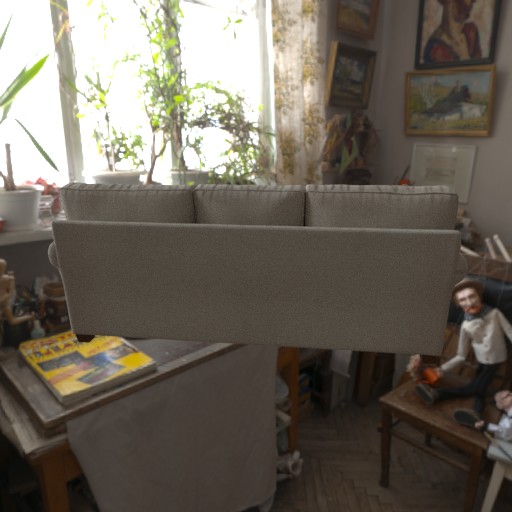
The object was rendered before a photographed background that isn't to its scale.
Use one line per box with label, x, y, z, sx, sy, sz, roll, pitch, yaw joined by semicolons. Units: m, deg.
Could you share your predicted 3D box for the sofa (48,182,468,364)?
sofa;0.000;0.000;2.812;2.312;0.975;0.965;2;16;7
